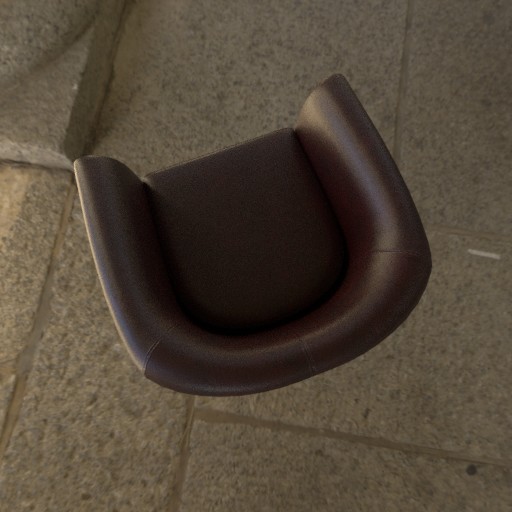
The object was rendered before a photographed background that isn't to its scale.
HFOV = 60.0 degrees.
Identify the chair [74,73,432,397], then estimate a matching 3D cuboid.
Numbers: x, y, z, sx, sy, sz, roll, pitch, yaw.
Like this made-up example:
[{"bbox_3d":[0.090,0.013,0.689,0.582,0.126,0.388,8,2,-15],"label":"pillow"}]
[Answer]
[{"bbox_3d":[0.000,0.000,1.355,0.792,0.756,0.727,-20,78,-4],"label":"chair"}]
